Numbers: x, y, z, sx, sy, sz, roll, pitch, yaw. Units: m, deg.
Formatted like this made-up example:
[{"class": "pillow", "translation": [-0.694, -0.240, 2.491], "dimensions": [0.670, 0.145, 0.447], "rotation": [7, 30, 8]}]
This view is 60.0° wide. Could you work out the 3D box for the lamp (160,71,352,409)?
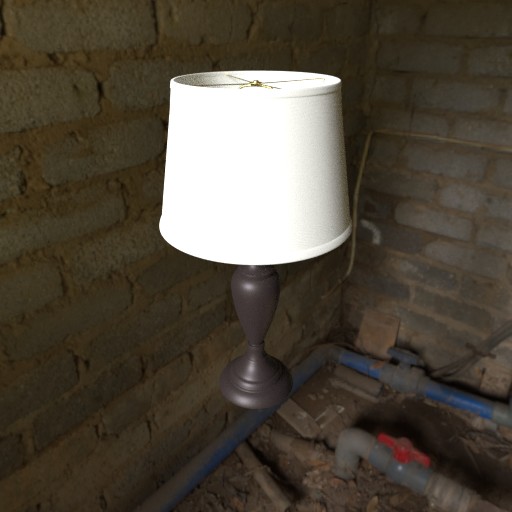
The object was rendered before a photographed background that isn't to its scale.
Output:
[{"class": "lamp", "translation": [0.000, 0.000, 0.818], "dimensions": [0.335, 0.611, 0.335], "rotation": [0, 28, 0]}]
